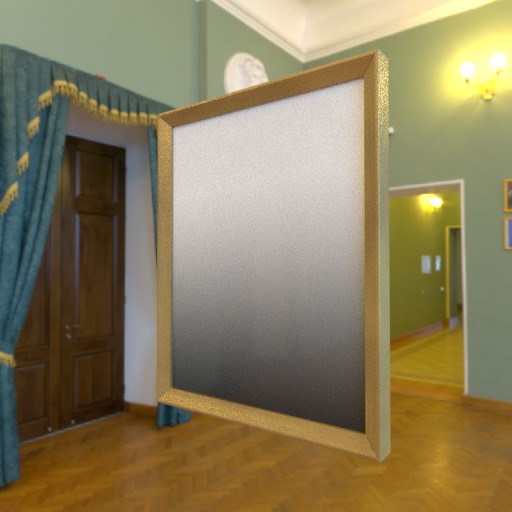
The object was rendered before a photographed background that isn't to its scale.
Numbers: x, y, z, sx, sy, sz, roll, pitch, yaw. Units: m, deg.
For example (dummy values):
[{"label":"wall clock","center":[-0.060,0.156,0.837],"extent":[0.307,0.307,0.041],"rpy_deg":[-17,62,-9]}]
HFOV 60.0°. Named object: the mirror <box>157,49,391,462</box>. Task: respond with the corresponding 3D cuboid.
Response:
[{"label":"mirror","center":[0.000,0.000,0.680],"extent":[0.406,0.509,0.041],"rpy_deg":[-1,-1,36]}]
